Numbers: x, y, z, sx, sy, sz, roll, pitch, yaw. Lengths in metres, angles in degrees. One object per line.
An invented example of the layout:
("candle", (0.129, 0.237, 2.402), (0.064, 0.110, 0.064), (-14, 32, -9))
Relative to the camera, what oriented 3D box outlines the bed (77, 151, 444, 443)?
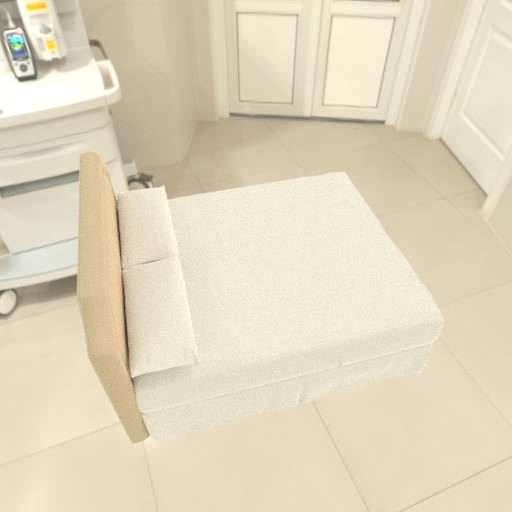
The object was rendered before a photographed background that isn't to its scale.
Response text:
("bed", (0.000, 0.000, 3.809), (2.548, 1.524, 2.134), (-11, 47, -10))
